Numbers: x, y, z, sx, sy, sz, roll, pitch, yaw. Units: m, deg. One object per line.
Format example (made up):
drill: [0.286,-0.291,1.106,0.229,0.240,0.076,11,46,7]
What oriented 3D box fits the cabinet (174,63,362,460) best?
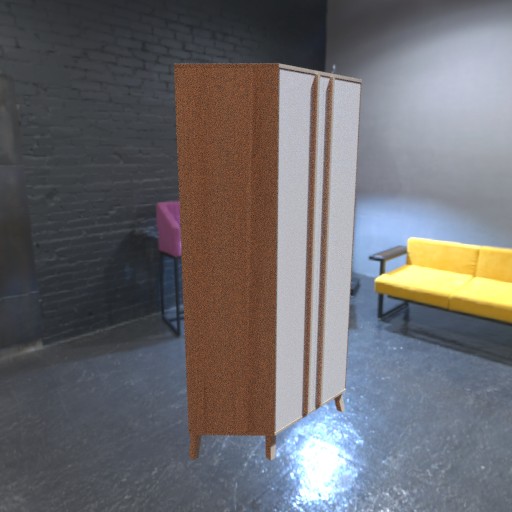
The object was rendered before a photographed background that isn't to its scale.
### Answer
cabinet: [0.000,0.000,2.665,1.272,1.957,0.969,-13,18,-43]
